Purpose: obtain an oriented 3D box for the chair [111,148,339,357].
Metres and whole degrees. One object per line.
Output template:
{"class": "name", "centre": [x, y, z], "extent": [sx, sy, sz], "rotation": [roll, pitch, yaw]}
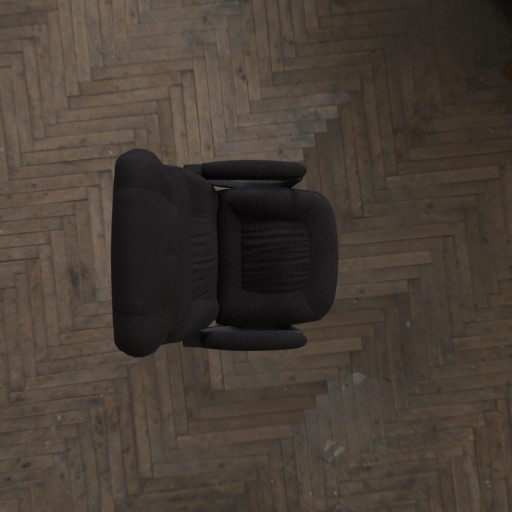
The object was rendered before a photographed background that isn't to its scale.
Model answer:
{"class": "chair", "centre": [0.000, 0.000, 1.586], "extent": [0.724, 1.105, 0.667], "rotation": [0, 89, -1]}
